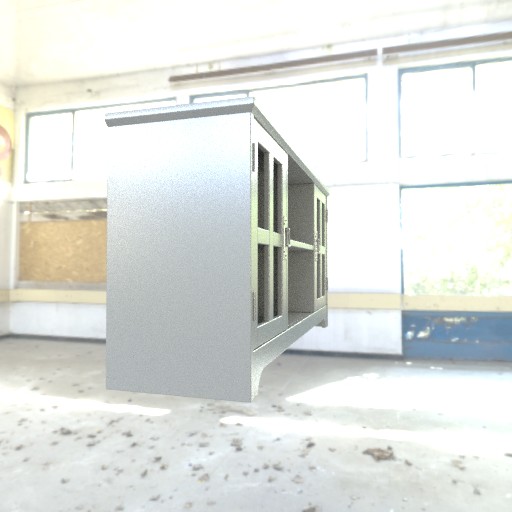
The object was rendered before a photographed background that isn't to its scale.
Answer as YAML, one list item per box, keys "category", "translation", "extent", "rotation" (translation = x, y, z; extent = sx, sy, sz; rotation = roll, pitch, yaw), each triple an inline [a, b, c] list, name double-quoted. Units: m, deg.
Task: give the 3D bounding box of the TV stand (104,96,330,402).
- category: "TV stand"
  translation: [0.000, 0.000, 1.471]
  extent: [0.344, 0.603, 1.167]
  rotation: [0, -1, 17]
